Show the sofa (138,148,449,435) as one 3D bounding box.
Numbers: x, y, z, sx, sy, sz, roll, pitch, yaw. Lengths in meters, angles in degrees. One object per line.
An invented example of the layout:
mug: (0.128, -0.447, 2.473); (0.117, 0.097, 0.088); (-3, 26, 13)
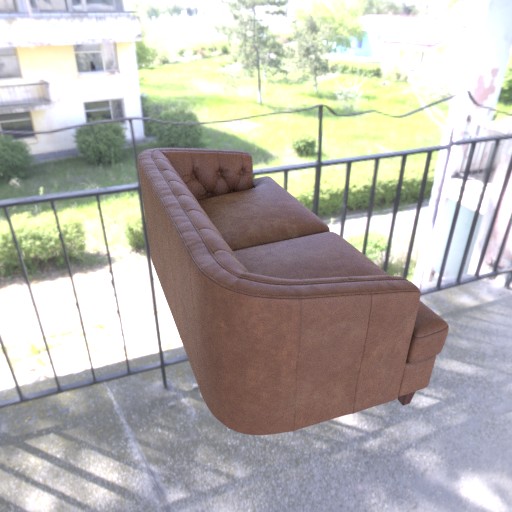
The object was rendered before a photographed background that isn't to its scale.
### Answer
sofa: (0.000, 0.000, 2.262); (0.914, 0.786, 1.755); (-11, 32, -19)
